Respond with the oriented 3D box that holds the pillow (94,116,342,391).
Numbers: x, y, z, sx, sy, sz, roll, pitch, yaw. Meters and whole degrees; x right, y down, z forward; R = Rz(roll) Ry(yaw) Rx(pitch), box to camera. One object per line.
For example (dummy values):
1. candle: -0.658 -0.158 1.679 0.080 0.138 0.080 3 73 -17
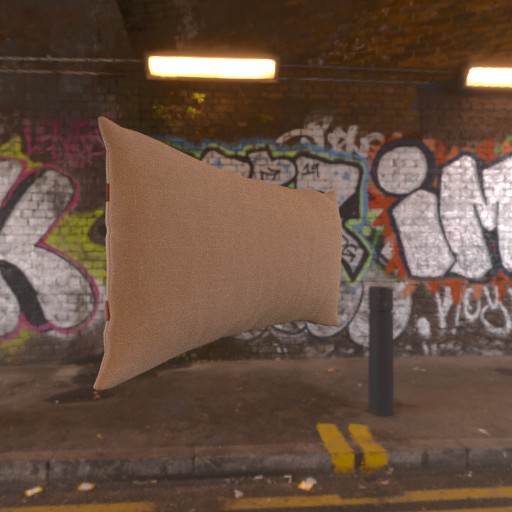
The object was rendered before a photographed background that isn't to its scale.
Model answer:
1. pillow: 0.000 0.000 0.740 0.148 0.308 0.612 0 -1 36
